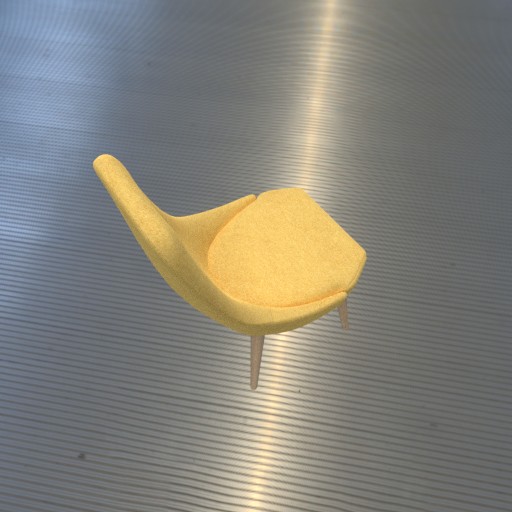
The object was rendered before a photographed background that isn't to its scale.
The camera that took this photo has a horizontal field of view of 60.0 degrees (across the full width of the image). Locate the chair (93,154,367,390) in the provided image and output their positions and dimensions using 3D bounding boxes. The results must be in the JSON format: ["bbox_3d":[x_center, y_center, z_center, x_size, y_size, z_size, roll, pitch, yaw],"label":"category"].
[{"bbox_3d":[0.000,0.000,1.384,0.660,1.040,0.510,-32,63,-18],"label":"chair"}]
